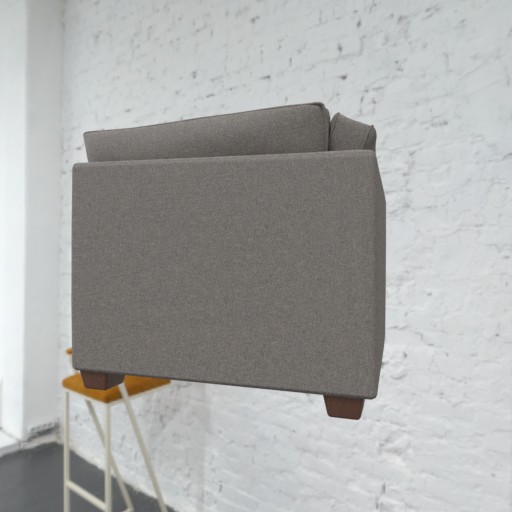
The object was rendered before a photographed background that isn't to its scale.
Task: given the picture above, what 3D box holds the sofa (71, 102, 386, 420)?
[{"bbox_3d":[0.000,0.000,1.866,1.042,0.951,1.050,0,0,18],"label":"sofa"}]
